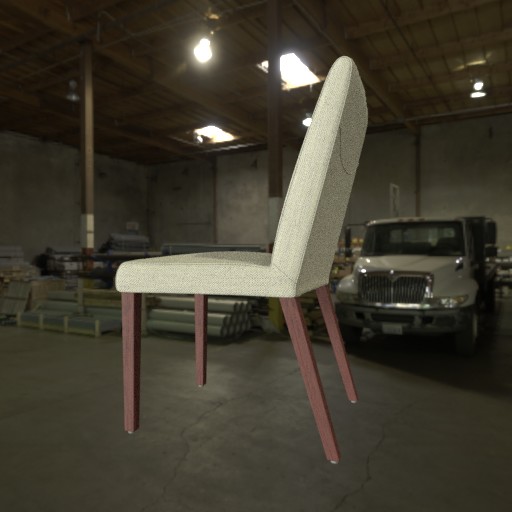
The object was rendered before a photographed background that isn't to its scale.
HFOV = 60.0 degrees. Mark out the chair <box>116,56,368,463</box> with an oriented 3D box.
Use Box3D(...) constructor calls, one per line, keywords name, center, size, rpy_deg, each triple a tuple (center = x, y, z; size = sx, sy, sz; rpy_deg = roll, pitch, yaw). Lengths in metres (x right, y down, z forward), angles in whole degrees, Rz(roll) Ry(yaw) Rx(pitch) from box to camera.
Box3D(name="chair", center=(0.000, 0.000, 1.245), size=(0.594, 0.900, 0.480), rpy_deg=(0, 0, 18))
